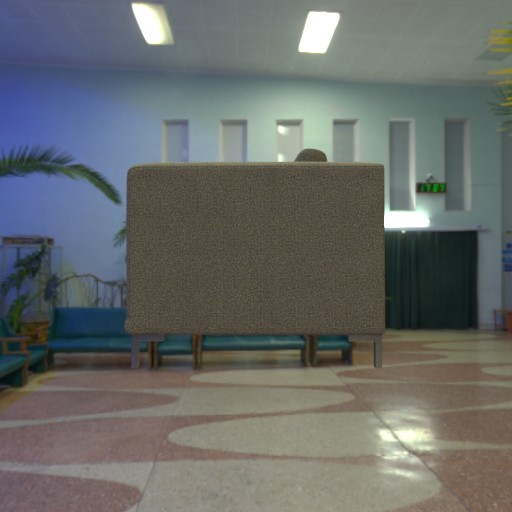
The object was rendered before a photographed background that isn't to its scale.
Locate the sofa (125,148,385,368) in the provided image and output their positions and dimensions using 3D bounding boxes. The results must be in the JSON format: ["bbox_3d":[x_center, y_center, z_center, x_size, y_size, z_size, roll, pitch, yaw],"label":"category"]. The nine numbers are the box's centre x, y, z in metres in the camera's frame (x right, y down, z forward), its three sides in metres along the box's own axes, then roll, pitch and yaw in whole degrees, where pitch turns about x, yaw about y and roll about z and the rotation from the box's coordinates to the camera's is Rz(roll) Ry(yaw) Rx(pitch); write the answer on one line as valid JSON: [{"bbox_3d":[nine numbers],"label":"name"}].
[{"bbox_3d":[0.000,0.000,2.831,0.969,0.867,2.415,0,-1,0],"label":"sofa"}]
